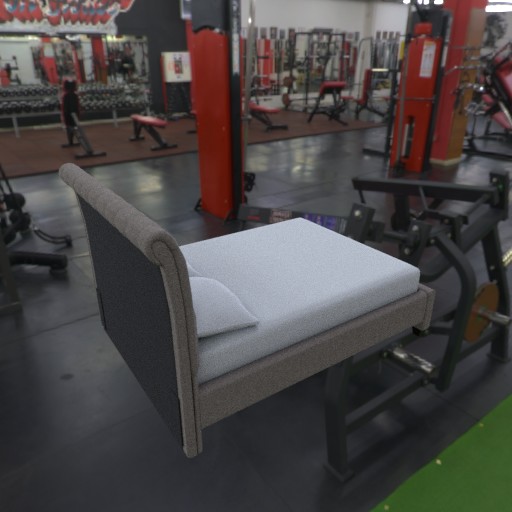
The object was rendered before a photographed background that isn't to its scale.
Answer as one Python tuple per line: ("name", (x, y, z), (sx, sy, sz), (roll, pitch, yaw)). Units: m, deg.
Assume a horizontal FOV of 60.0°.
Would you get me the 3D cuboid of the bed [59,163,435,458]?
("bed", (0.000, 0.000, 3.335), (2.252, 1.371, 1.645), (-16, 29, -31))
